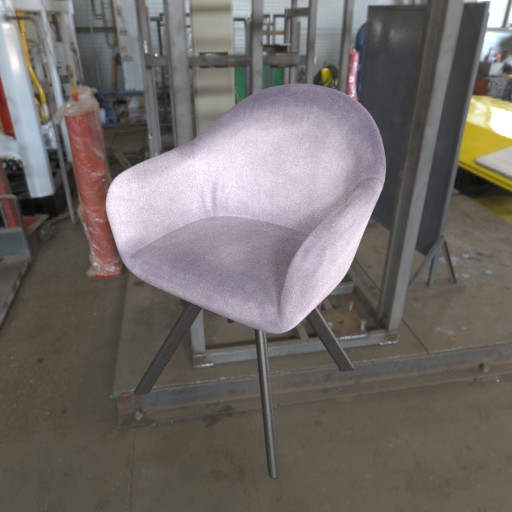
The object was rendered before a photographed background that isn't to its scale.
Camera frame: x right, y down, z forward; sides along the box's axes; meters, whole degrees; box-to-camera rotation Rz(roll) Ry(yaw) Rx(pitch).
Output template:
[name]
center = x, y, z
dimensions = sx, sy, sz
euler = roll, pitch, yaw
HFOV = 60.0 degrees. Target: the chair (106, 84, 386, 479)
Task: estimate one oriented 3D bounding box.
[chair]
center = 0.000, 0.000, 1.138
dimensions = 0.570, 0.780, 0.540
euler = 18, 33, 30
